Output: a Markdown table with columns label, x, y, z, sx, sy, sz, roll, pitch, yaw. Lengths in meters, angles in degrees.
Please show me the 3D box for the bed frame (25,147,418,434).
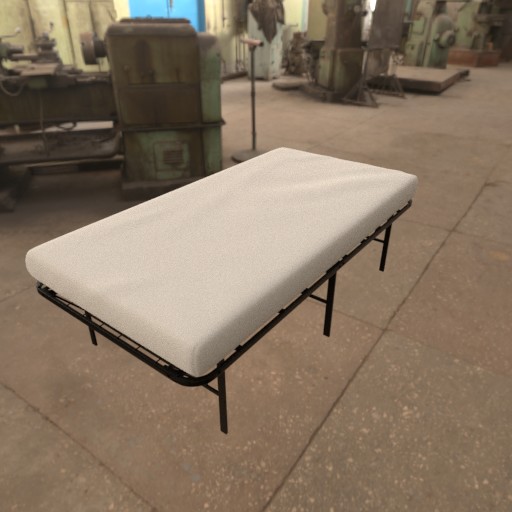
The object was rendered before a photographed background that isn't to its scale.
| label | x | y | z | sx | sy | sz | roll | pitch | yaw |
| --- | --- | --- | --- | --- | --- | --- | --- | --- | --- |
| bed frame | 0.000 | 0.000 | 2.335 | 0.989 | 0.619 | 1.903 | 21 | 36 | 32 |
